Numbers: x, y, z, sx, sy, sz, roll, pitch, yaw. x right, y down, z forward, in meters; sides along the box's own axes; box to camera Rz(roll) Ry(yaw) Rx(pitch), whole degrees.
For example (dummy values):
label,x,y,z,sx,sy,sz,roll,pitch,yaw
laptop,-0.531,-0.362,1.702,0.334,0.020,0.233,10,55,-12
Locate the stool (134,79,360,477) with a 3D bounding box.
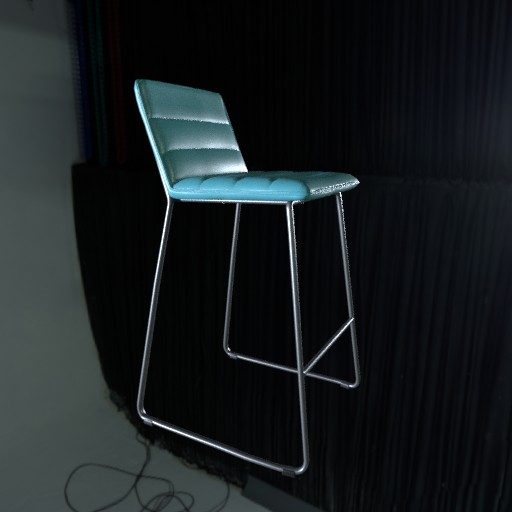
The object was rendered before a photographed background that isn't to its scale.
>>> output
label,x,y,z,sx,sy,sz,roll,pitch,yaw
stool,0.000,0.000,1.257,0.524,0.936,0.489,7,16,28
